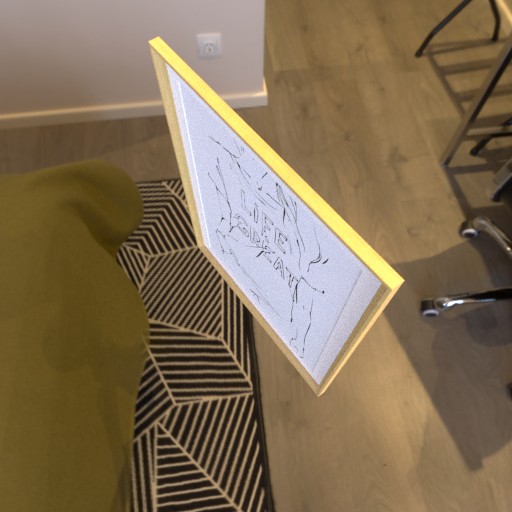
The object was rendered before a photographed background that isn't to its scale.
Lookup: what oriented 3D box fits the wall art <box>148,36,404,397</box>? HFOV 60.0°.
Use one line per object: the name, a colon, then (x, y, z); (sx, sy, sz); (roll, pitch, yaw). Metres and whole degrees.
wall art: (0.000, 0.000, 1.345); (0.030, 1.002, 0.798); (-34, 68, -16)
